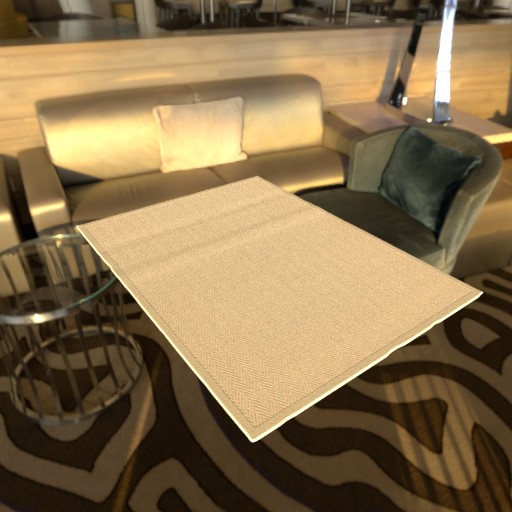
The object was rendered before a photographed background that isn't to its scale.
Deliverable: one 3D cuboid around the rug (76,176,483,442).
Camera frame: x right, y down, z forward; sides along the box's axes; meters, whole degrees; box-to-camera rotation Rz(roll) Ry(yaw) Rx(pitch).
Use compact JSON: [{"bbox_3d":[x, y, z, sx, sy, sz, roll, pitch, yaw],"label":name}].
[{"bbox_3d":[0.000,0.000,4.806,2.734,0.037,3.659,-21,38,-30],"label":"rug"}]
